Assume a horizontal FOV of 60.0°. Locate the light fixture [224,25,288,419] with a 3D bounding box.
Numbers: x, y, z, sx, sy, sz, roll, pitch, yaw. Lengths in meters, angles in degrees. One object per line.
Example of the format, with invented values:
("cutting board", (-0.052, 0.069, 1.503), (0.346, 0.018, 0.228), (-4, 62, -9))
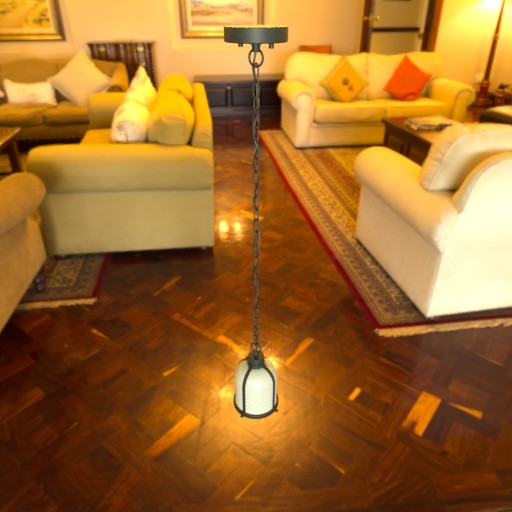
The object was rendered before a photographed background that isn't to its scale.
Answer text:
("light fixture", (0.000, 0.000, 1.282), (0.178, 1.181, 0.178), (18, 34, 29))
